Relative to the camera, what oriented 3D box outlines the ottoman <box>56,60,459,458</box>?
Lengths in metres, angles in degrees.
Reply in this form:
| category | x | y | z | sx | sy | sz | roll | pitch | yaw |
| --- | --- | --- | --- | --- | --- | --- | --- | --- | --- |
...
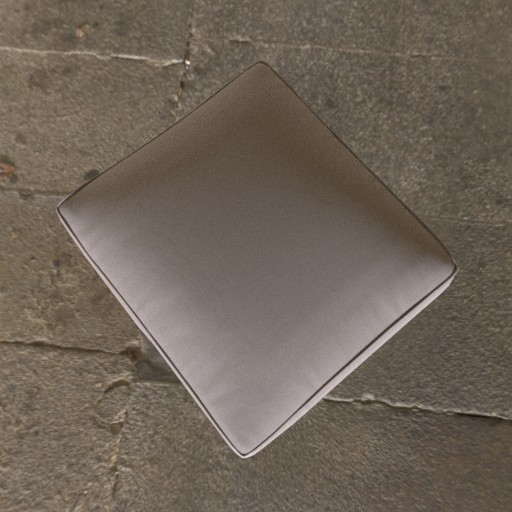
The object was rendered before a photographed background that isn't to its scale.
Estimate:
| category | x | y | z | sx | sy | sz | roll | pitch | yaw |
| --- | --- | --- | --- | --- | --- | --- | --- | --- | --- |
| ottoman | 0.000 | 0.000 | 1.164 | 0.662 | 0.505 | 0.721 | -38 | 79 | -9 |
